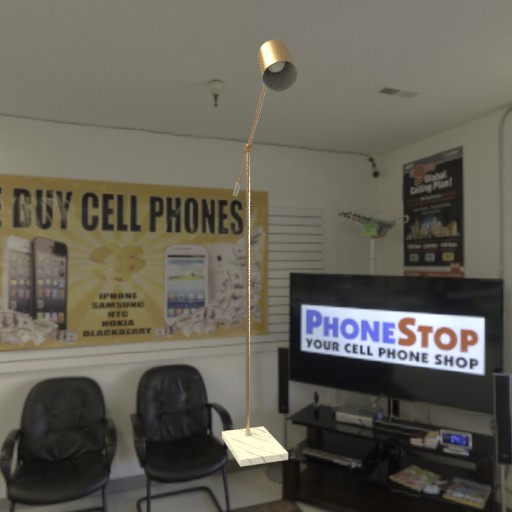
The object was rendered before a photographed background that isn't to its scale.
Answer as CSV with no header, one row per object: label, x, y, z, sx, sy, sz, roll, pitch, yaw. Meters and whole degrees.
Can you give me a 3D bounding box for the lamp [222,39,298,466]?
lamp,0.000,0.000,1.817,0.194,1.594,0.653,0,-1,-18
